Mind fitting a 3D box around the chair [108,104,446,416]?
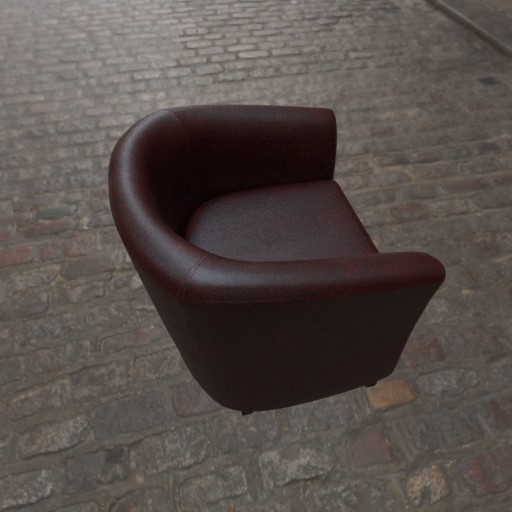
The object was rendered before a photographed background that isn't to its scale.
[{"bbox_3d":[0.000,0.000,1.372,0.727,0.756,0.792,-10,48,-9],"label":"chair"}]
